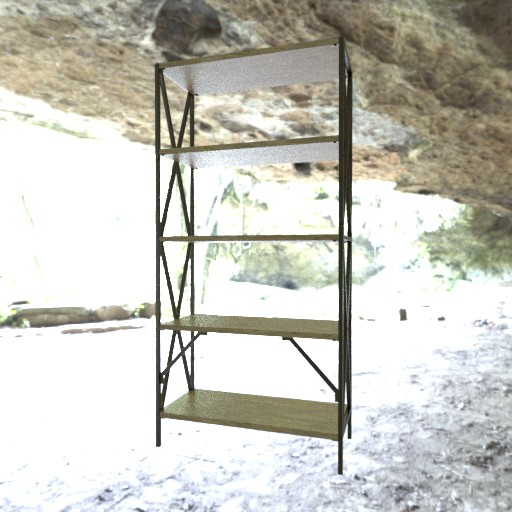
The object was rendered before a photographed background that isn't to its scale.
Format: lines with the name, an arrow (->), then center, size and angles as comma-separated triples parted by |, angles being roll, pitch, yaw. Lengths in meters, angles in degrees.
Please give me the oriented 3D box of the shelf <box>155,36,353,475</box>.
shelf -> 0.000, 0.000, 2.138 | 0.874, 1.803, 0.386 | 0, 1, 18
